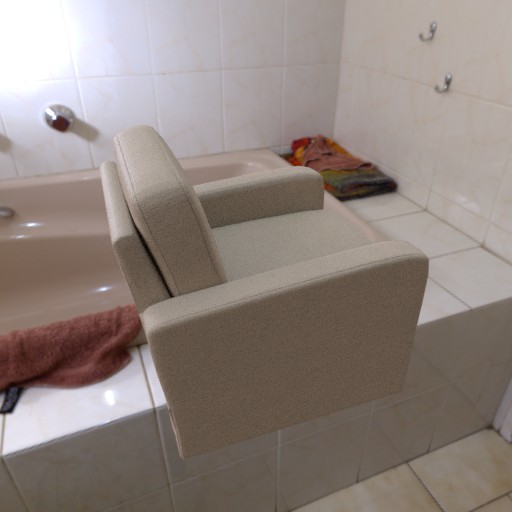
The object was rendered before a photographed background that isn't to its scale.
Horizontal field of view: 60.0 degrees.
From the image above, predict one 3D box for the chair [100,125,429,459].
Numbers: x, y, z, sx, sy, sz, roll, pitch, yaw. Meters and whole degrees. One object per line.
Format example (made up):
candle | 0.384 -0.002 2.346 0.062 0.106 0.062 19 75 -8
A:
chair | 0.000 0.000 1.495 0.888 0.827 0.755 -11 33 -17
